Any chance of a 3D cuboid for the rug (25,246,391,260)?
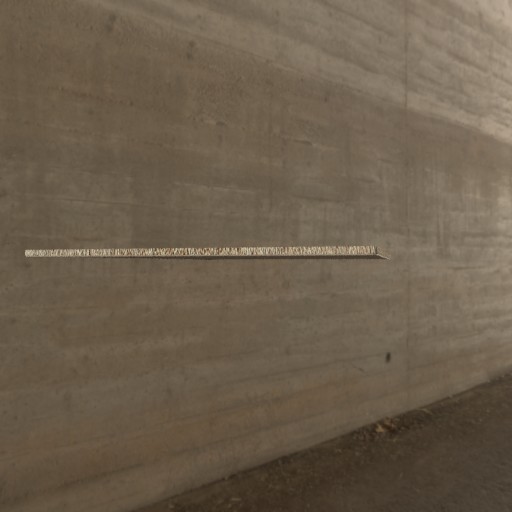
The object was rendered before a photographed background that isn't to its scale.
[{"bbox_3d":[0.000,0.000,2.114,1.199,0.025,1.600,0,-1,18],"label":"rug"}]
